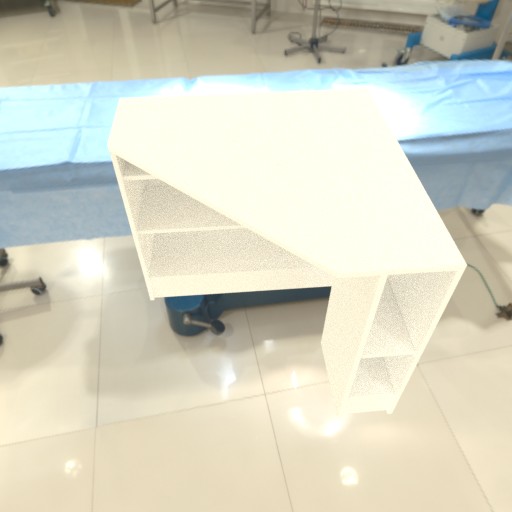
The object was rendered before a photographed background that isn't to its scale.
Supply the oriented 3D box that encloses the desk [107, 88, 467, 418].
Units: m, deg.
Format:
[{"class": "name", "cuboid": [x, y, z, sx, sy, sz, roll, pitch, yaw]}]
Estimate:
[{"class": "desk", "cuboid": [0.000, 0.000, 1.651, 0.940, 0.818, 0.926, -3, 46, -3]}]
